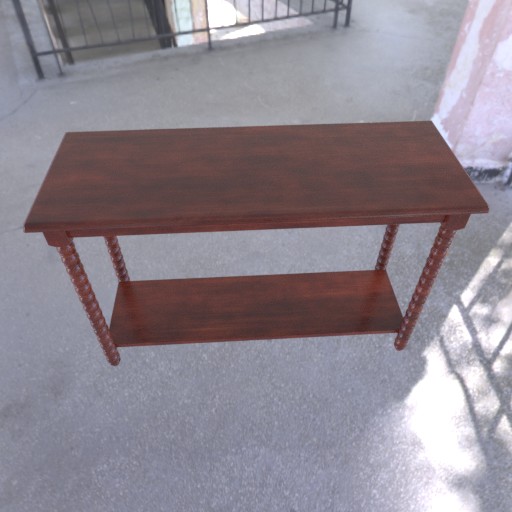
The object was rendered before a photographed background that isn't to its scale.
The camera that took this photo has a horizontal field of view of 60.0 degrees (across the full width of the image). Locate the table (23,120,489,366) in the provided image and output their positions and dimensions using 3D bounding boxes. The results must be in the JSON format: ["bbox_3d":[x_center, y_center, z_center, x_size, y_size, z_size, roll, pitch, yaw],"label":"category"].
[{"bbox_3d":[0.000,0.000,1.530,1.184,0.740,0.459,-3,46,-2],"label":"table"}]
